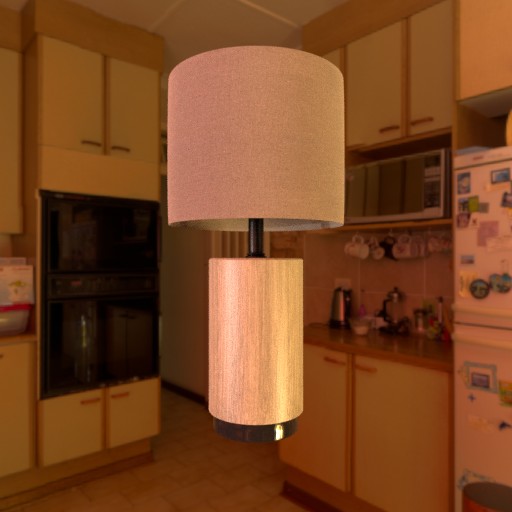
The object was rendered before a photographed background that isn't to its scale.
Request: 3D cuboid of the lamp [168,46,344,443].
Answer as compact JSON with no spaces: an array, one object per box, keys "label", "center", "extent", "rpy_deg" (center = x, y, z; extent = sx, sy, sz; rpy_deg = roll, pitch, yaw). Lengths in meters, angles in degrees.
[{"label":"lamp","center":[0.000,0.000,0.581],"extent":[0.228,0.444,0.228],"rpy_deg":[0,0,19]}]
